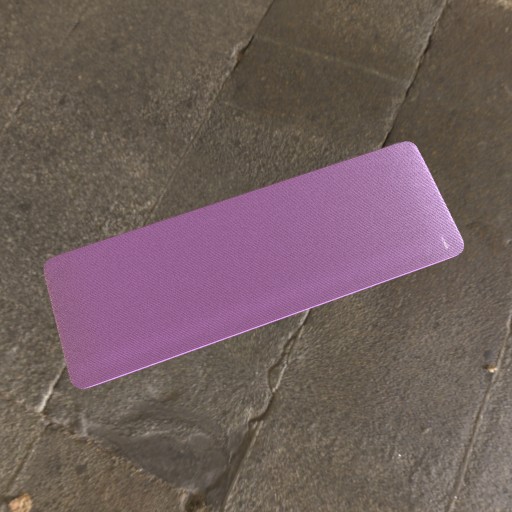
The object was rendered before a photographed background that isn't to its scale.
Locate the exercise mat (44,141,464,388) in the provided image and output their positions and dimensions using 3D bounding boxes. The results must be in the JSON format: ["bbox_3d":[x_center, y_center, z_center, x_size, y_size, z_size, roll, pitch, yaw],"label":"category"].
[{"bbox_3d":[0.000,0.000,2.038,1.869,0.021,0.616,-19,75,-5],"label":"exercise mat"}]
